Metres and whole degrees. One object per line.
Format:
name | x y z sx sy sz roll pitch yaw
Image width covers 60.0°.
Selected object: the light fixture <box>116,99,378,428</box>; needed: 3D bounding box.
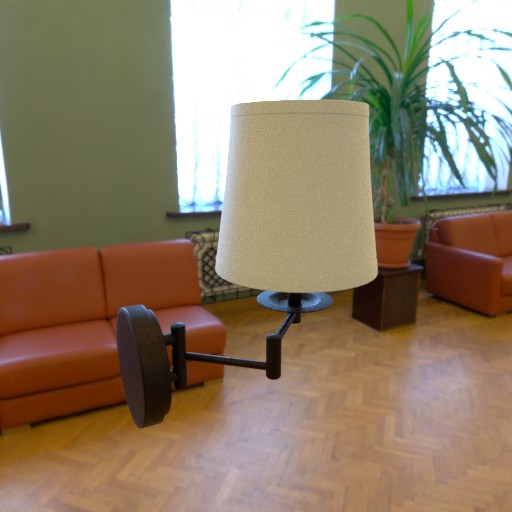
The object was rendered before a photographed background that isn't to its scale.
light fixture | 0.000 0.000 0.264 0.157 0.172 0.100 -7 15 -27
